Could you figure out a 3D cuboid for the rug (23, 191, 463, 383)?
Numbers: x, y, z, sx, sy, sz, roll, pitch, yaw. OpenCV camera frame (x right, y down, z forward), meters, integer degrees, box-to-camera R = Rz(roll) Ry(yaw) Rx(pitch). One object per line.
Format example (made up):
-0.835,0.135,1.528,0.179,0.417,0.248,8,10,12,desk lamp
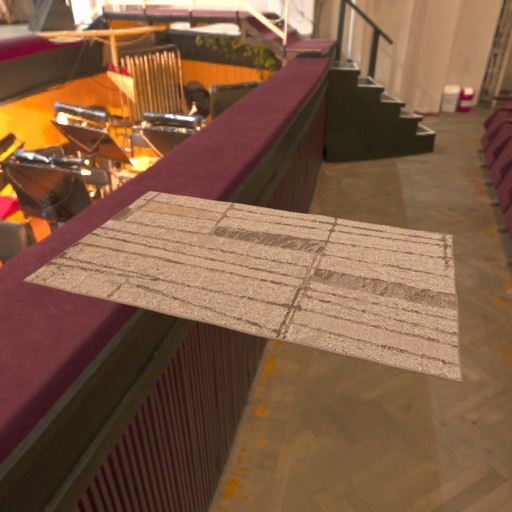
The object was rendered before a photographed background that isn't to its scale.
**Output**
0.000,0.000,1.023,0.867,0.007,0.515,10,32,16,rug
